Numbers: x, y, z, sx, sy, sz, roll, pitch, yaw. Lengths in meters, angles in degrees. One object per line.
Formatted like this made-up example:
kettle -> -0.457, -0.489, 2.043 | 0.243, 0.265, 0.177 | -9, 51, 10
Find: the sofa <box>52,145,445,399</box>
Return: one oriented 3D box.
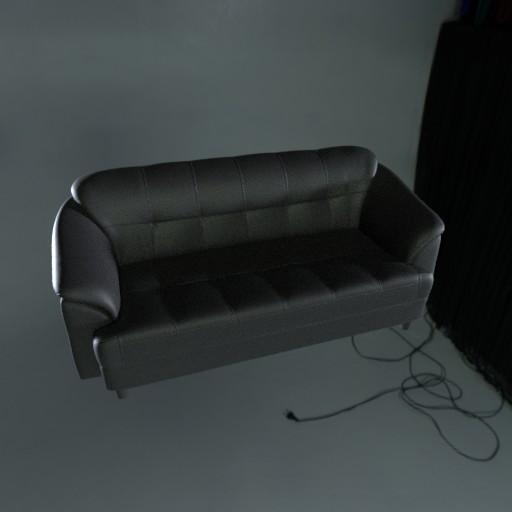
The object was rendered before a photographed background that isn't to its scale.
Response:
sofa -> 0.000, 0.000, 2.226 | 1.829, 0.811, 0.800 | -10, 31, -16
